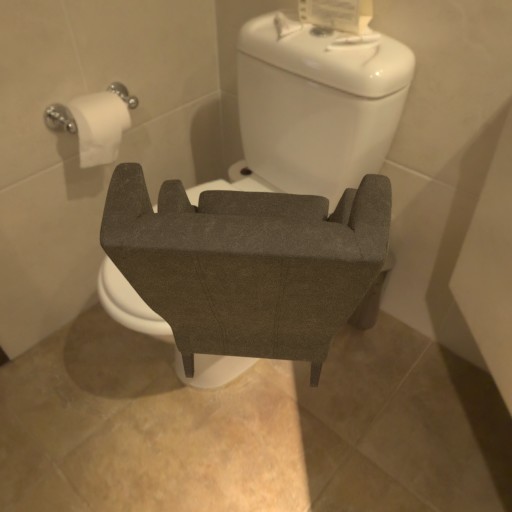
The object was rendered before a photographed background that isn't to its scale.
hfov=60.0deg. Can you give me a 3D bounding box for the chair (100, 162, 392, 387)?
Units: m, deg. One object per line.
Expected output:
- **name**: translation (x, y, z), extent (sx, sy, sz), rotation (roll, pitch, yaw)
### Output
- **chair**: translation (0.000, 0.000, 1.682), extent (0.853, 1.016, 0.926), rotation (3, 45, 3)
